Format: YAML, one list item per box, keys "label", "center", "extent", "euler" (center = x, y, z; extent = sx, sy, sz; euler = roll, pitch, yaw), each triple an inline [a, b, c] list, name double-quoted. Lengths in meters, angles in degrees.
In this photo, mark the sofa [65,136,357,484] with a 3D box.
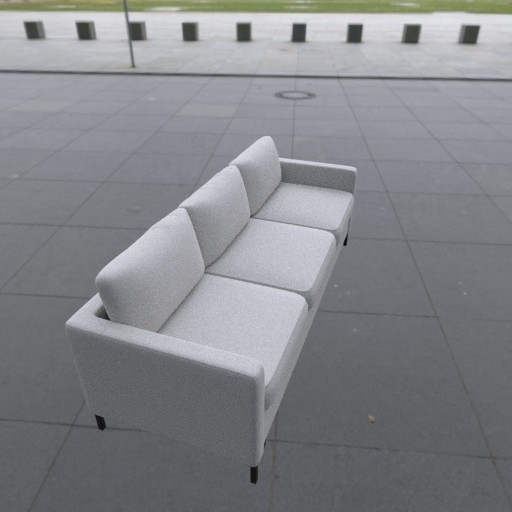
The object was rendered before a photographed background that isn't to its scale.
- label: "sofa"
  center: [0.000, 0.000, 2.654]
  extent: [0.859, 0.874, 2.218]
  euler: [11, 33, 17]
